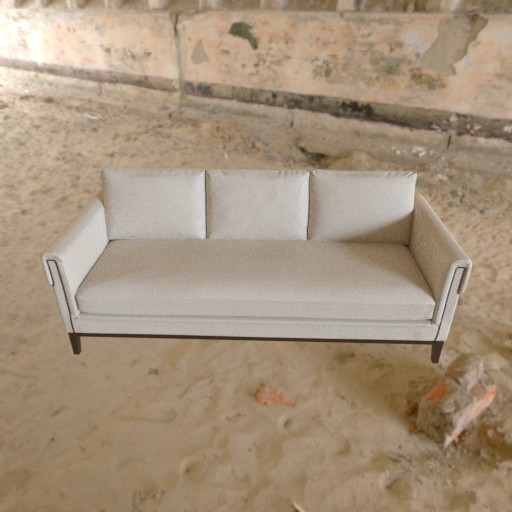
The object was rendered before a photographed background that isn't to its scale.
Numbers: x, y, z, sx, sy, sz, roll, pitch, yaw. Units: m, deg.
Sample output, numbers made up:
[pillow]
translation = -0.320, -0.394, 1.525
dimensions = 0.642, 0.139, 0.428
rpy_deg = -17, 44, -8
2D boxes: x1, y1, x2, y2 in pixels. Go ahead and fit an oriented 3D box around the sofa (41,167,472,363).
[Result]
[sofa]
translation = 0.000, 0.000, 2.704
dimensions = 2.198, 0.911, 0.902
rpy_deg = 1, 30, 2
